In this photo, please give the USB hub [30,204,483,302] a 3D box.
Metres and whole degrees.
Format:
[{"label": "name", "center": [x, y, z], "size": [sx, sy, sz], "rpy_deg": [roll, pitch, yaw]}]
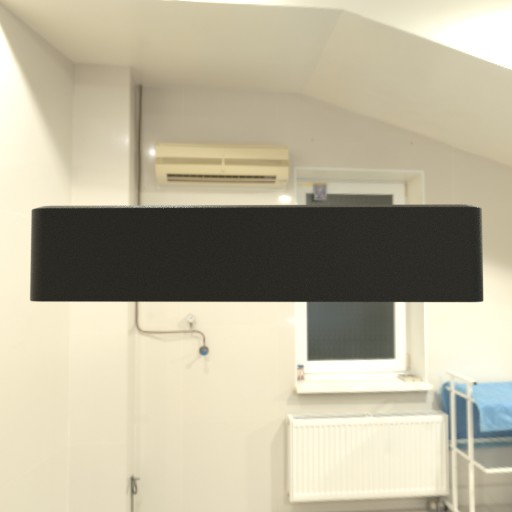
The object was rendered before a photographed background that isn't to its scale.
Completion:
[{"label": "USB hub", "center": [0.000, 0.000, 0.126], "size": [0.110, 0.023, 0.044], "rpy_deg": [0, -2, 1]}]
